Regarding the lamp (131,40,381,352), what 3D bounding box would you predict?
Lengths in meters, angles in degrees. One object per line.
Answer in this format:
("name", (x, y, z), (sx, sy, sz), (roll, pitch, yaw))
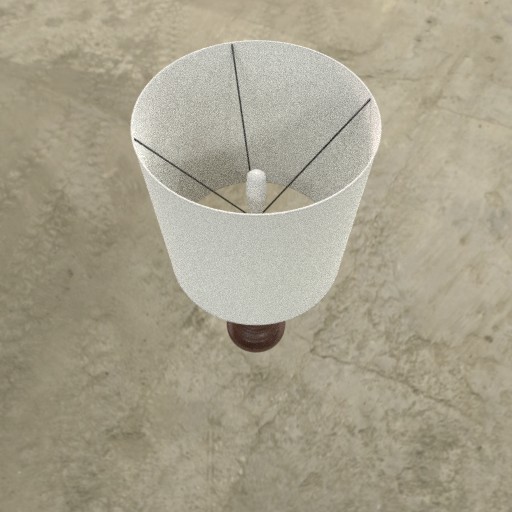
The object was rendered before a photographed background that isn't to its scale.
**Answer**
("lamp", (0.000, 0.000, 0.566), (0.208, 0.455, 0.208), (-30, 63, -17))
